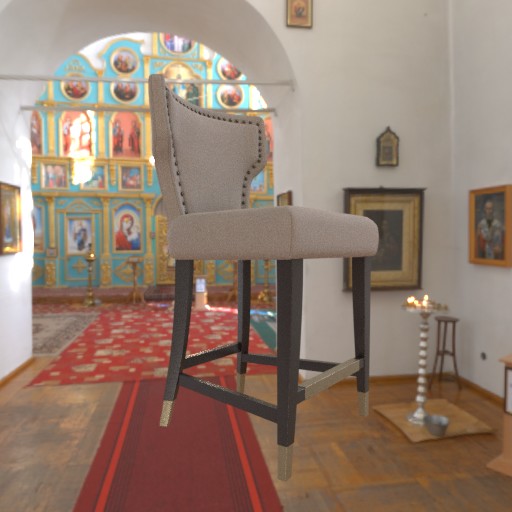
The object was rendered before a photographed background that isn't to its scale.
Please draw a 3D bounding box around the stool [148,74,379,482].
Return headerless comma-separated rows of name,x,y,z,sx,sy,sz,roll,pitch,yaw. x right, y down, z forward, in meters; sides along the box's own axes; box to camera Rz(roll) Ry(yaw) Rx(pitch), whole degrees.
stool,0.000,0.000,1.306,0.563,0.982,0.527,1,1,36
